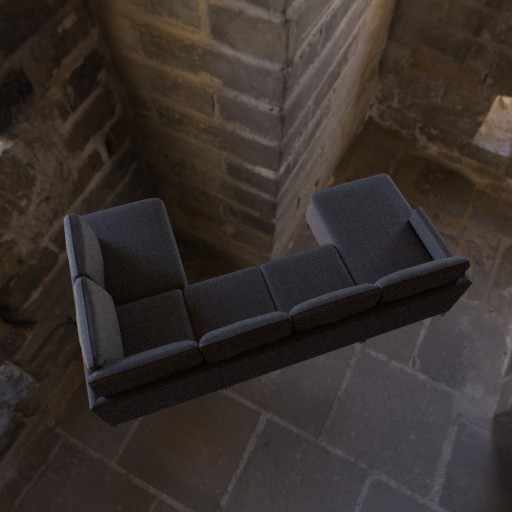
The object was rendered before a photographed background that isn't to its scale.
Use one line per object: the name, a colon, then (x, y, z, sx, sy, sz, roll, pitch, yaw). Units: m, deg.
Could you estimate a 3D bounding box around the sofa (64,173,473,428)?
sofa: (0.000, 0.000, 4.319, 3.423, 0.999, 2.048, -16, 59, -10)
